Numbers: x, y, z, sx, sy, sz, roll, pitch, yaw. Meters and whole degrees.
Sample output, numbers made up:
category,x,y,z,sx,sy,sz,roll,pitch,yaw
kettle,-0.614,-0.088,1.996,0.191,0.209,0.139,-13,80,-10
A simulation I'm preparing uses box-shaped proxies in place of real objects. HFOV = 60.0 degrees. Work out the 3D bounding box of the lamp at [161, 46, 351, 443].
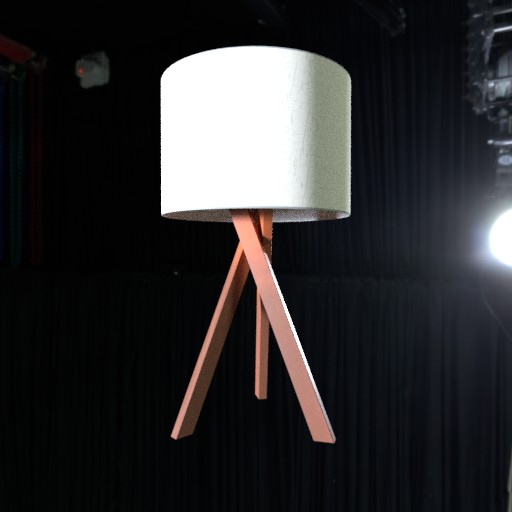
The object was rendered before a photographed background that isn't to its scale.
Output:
category,x,y,z,sx,sy,sz,roll,pitch,yaw
lamp,0.000,0.000,0.912,0.380,0.686,0.380,0,1,19
